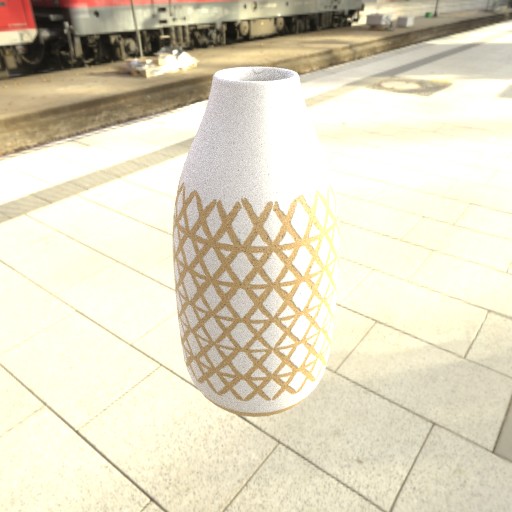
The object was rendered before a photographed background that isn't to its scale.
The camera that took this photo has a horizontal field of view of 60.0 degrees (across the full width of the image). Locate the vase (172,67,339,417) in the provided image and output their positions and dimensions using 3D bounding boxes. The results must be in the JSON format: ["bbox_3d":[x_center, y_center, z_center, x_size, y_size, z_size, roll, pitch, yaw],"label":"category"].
[{"bbox_3d":[0.000,0.000,0.492,0.186,0.380,0.186,0,32,0],"label":"vase"}]
